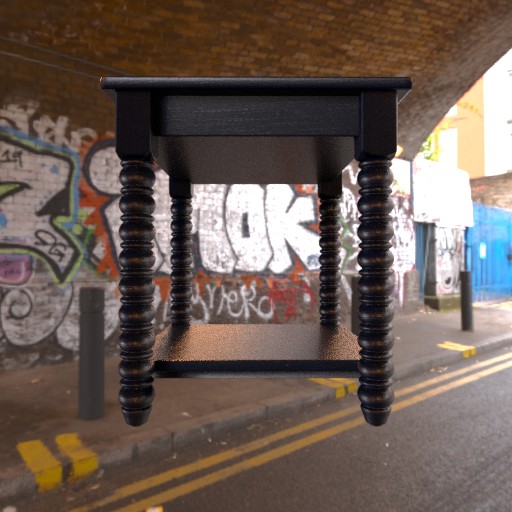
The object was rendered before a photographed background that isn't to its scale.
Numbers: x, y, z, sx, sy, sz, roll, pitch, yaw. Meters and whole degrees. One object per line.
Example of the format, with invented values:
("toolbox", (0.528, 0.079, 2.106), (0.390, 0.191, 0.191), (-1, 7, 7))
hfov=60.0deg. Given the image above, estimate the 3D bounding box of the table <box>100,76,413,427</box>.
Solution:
("table", (0.000, 0.000, 0.966), (0.500, 0.567, 0.533), (0, -1, 0))
